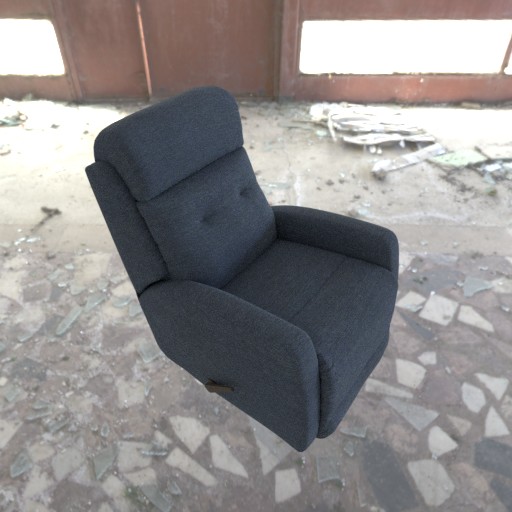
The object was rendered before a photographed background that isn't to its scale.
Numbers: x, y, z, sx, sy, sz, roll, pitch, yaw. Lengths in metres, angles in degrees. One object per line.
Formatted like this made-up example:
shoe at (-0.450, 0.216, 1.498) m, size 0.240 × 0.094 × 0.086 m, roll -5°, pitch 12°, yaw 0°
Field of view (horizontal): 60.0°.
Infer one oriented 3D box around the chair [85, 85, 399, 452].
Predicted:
chair at (0.000, 0.000, 1.708) m, size 1.043 × 1.013 × 0.798 m, roll 26°, pitch 46°, yaw 27°
